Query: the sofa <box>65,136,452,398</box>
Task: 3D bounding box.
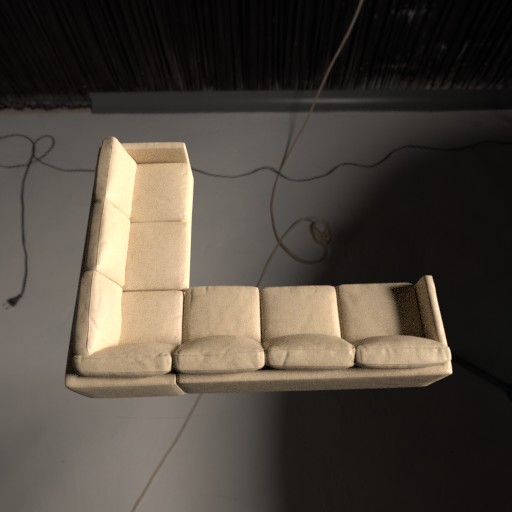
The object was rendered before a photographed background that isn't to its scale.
[{"bbox_3d":[0.000,0.000,4.457,3.302,0.947,2.593,-2,65,-1],"label":"sofa"}]
